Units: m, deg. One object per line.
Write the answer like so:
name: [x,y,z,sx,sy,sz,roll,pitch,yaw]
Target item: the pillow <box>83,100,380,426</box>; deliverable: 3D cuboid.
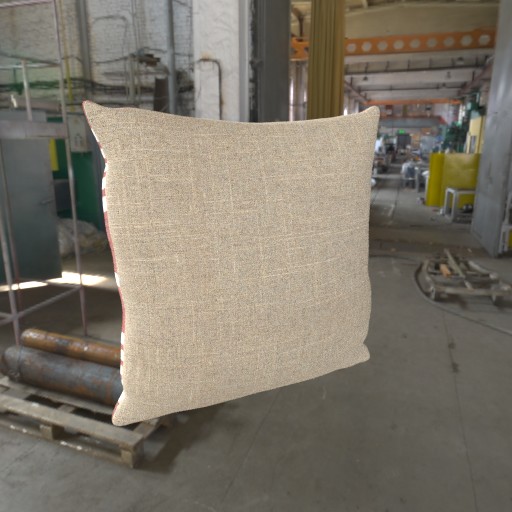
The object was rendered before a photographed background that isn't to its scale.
pillow: [0.000,0.000,0.645,0.439,0.427,0.182,-7,16,-26]
